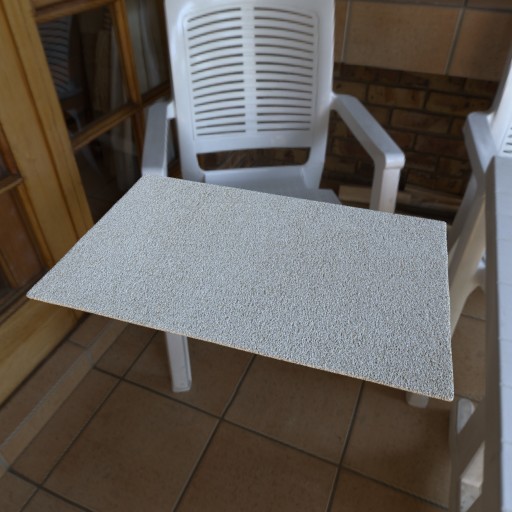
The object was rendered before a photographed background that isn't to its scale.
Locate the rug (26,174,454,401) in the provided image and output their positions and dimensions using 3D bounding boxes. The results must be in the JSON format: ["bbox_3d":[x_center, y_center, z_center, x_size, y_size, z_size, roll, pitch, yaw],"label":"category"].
[{"bbox_3d":[0.000,0.000,2.949,2.438,0.030,1.524,11,41,13],"label":"rug"}]
